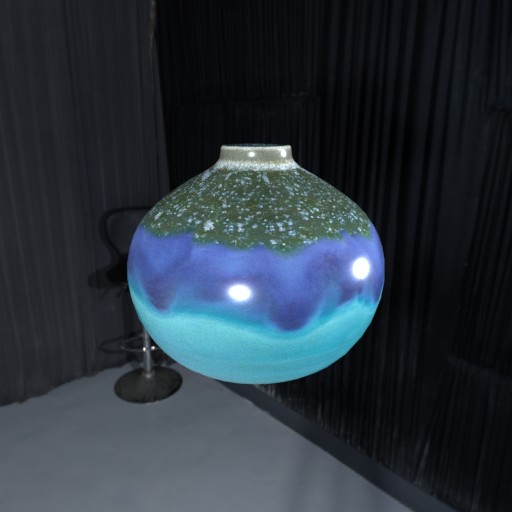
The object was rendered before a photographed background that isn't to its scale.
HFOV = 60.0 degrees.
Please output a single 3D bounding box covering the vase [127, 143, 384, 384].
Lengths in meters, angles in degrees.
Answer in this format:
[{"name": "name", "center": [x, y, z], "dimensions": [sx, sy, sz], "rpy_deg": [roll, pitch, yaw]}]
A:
[{"name": "vase", "center": [0.000, 0.000, 0.273], "dimensions": [0.154, 0.133, 0.154], "rpy_deg": [0, 17, 0]}]
